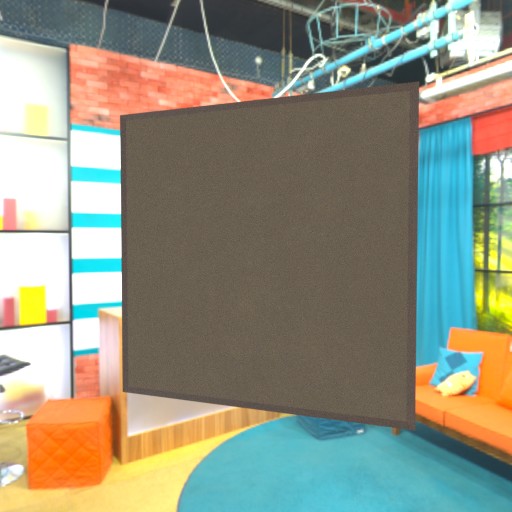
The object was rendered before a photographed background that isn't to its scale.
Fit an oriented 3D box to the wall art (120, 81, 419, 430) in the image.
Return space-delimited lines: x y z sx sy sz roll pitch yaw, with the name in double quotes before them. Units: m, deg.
"wall art" 0.000 0.000 0.744 0.508 0.506 0.038 1 2 19
